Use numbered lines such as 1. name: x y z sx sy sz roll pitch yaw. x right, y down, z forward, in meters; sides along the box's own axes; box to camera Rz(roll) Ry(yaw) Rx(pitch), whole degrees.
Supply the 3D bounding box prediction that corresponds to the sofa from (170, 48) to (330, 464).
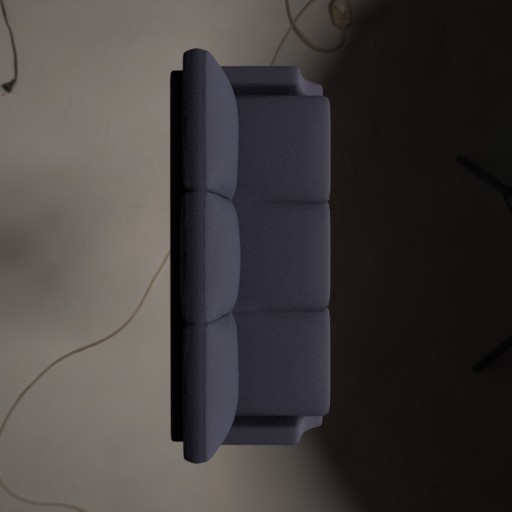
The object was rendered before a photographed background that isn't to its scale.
1. sofa: 0.000 0.000 2.594 0.888 0.984 2.115 0 90 0
